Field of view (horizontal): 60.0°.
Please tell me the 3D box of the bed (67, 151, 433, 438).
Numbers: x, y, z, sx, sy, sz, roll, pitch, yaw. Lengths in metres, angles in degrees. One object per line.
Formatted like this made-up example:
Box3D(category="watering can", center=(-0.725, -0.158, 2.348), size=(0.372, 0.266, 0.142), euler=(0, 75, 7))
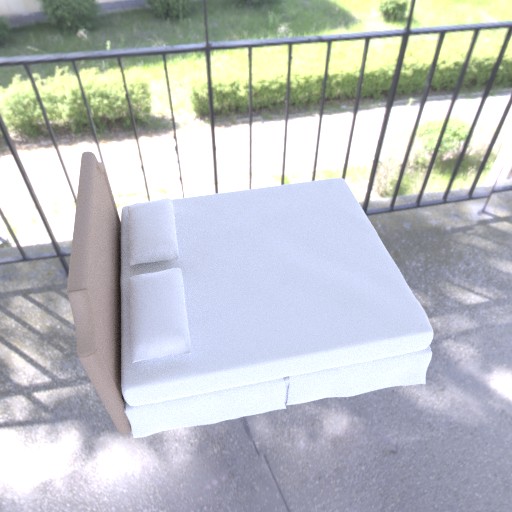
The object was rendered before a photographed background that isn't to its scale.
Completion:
Box3D(category="bed", center=(0.000, 0.000, 4.084), size=(2.773, 1.590, 2.350), euler=(-9, 47, -8))
